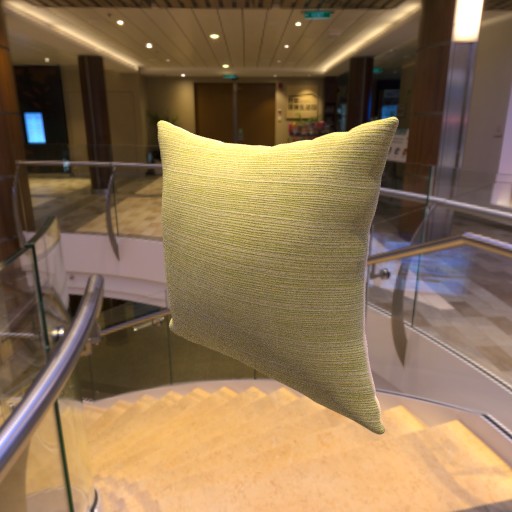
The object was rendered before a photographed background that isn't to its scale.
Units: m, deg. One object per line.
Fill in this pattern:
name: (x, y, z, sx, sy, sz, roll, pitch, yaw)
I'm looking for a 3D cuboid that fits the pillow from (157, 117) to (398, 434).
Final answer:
pillow: (0.000, 0.000, 0.820, 0.560, 0.487, 0.229, 15, 22, 41)
